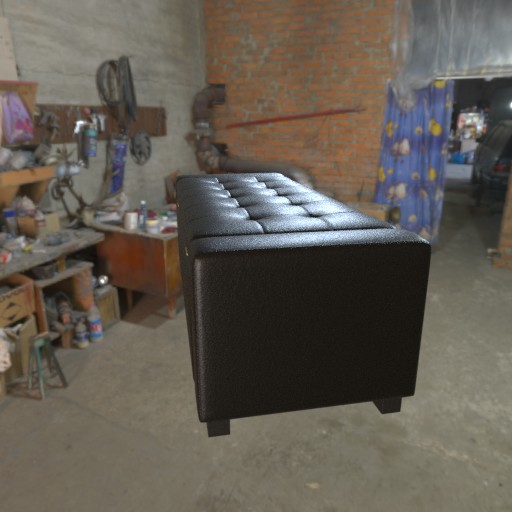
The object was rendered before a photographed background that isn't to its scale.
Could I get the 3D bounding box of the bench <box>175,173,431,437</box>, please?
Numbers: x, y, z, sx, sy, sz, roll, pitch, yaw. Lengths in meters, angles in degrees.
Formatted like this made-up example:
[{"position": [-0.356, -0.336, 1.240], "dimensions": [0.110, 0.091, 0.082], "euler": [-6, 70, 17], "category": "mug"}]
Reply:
[{"position": [0.000, 0.000, 1.540], "dimensions": [0.508, 0.445, 1.296], "euler": [-3, 17, -11], "category": "bench"}]
